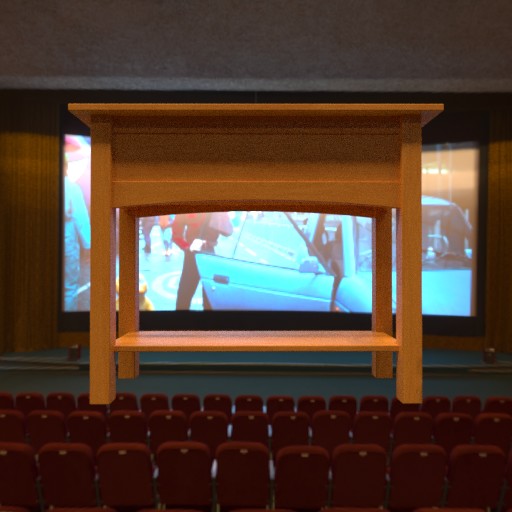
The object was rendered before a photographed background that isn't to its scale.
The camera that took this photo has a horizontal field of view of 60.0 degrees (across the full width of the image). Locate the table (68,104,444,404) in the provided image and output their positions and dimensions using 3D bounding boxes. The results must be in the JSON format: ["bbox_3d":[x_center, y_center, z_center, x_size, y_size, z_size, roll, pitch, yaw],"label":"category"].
[{"bbox_3d":[0.000,0.000,1.228,0.900,0.728,0.340,0,0,0],"label":"table"}]
